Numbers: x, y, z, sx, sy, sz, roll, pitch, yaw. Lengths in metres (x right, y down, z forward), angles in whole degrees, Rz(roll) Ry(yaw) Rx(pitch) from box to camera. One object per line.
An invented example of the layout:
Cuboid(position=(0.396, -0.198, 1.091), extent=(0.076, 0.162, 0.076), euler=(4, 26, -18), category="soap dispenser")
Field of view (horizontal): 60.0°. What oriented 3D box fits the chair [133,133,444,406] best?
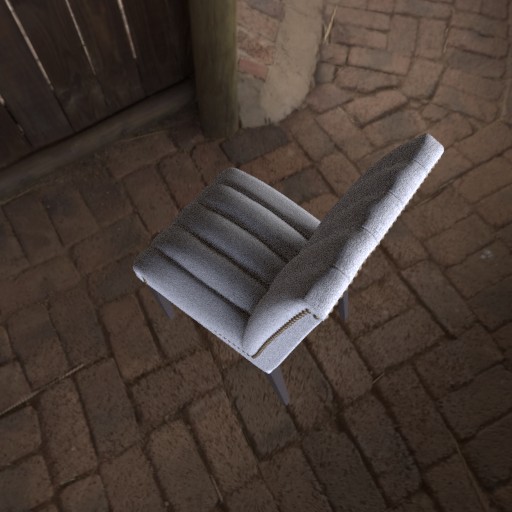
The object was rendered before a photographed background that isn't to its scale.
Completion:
Cuboid(position=(0.000, 0.000, 1.360), extent=(0.647, 1.016, 0.511), euler=(33, 67, 16), category="chair")
